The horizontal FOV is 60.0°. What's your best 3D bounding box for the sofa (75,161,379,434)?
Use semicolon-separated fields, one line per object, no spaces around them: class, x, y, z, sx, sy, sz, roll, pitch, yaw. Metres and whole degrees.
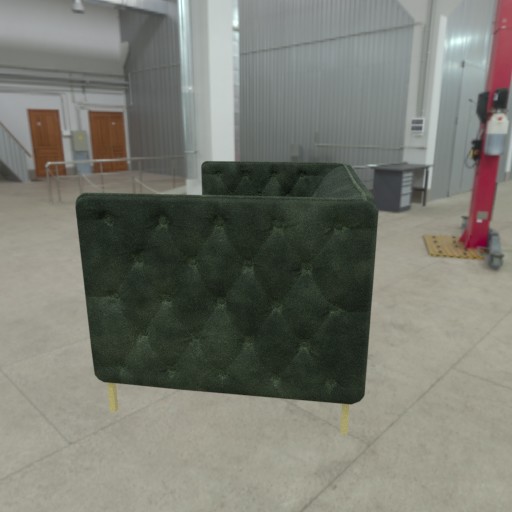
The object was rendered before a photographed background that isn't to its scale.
sofa;0.000;0.000;2.054;0.895;0.768;1.537;2;16;8
